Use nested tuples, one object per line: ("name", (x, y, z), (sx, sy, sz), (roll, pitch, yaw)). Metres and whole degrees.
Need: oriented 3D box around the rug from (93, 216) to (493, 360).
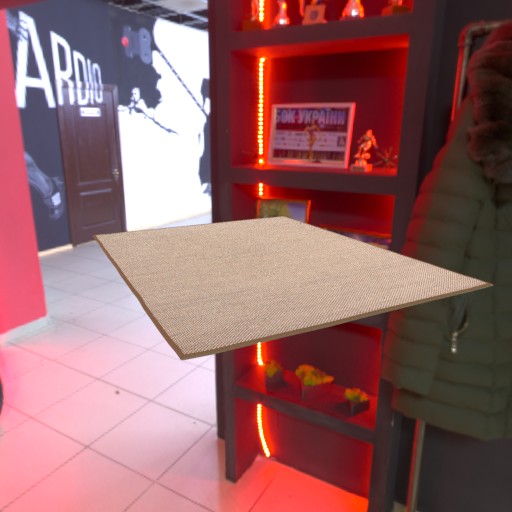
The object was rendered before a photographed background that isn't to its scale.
("rug", (0.000, 0.000, 4.023), (2.413, 0.020, 3.041), (-8, 18, -26))
